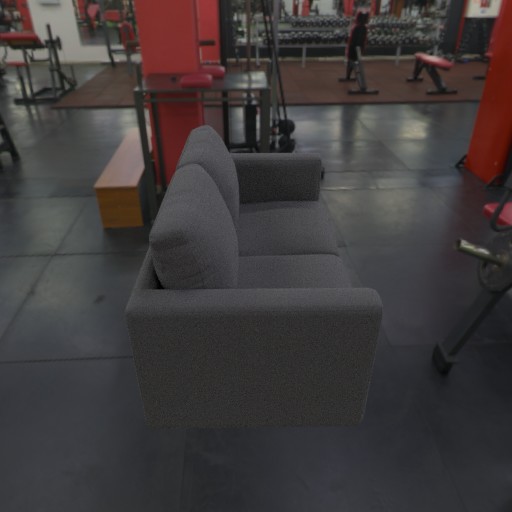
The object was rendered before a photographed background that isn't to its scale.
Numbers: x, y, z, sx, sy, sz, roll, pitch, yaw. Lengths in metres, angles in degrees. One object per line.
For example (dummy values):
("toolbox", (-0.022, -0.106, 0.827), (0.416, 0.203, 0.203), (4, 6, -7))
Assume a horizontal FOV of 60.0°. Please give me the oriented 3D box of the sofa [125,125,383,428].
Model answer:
("sofa", (0.000, 0.000, 2.019), (0.796, 0.908, 1.430), (0, 31, -1))
